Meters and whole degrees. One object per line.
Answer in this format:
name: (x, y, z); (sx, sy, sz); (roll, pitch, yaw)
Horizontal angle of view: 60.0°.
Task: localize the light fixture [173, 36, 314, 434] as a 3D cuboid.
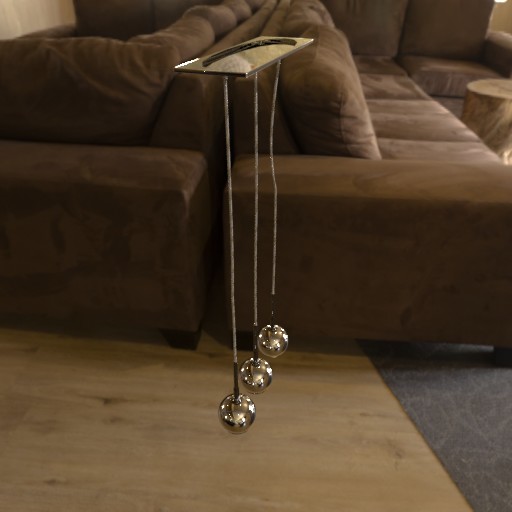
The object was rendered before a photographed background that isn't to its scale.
light fixture: (0.000, 0.000, 1.658); (0.188, 1.408, 0.623); (12, 35, 17)
